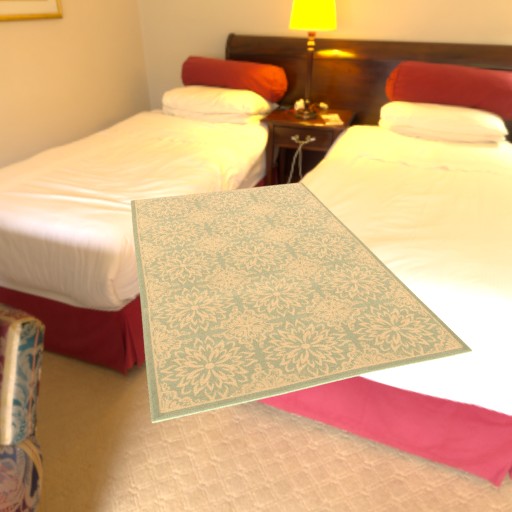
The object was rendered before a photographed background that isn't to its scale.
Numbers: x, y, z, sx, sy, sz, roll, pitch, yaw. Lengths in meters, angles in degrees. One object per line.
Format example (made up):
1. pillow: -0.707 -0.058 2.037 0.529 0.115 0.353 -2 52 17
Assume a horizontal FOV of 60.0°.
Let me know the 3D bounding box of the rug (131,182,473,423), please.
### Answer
1. rug: 0.000 0.000 3.471 1.819 0.018 2.746 -8 32 -14
